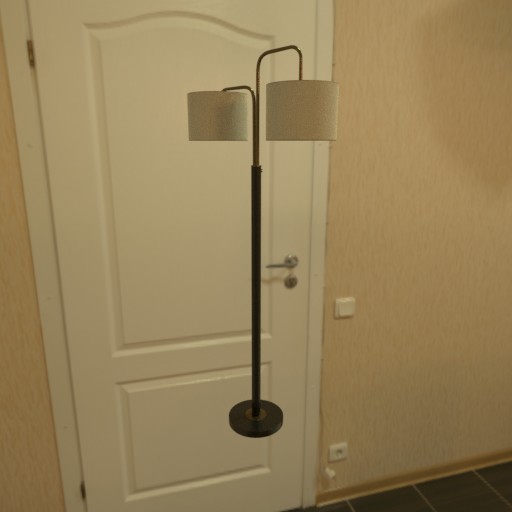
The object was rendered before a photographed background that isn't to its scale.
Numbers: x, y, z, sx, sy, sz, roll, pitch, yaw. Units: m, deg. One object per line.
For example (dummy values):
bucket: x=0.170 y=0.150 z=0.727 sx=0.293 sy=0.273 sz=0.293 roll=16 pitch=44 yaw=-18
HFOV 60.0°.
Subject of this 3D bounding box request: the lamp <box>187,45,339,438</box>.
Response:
lamp: x=0.000 y=0.000 z=1.873 sx=0.254 sy=1.587 sz=0.711 roll=-14 pitch=20 yaw=-43
